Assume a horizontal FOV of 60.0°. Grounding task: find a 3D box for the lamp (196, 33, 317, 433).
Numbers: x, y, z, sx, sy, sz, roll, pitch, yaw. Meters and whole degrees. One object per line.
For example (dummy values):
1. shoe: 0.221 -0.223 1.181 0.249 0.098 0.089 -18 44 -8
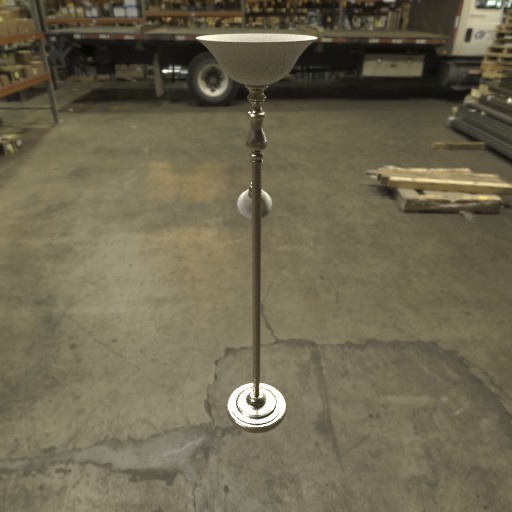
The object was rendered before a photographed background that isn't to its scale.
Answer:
1. lamp: 0.000 0.000 2.002 0.405 1.785 0.575 -1 30 -1
